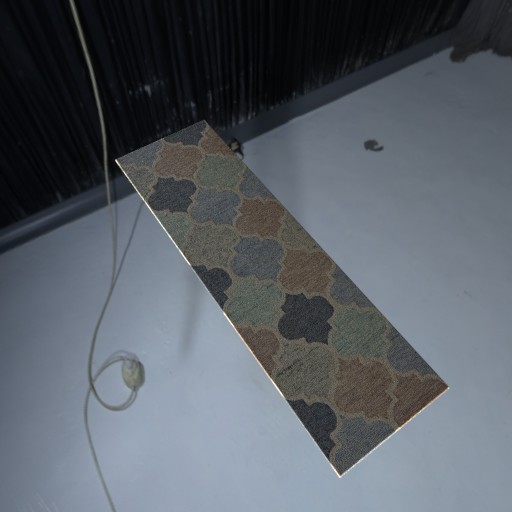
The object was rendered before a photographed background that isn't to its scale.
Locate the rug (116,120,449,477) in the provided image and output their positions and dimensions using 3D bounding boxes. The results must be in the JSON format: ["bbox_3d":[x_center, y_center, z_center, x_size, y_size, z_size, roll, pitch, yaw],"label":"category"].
[{"bbox_3d":[0.000,0.000,2.528,0.687,0.011,2.287,-30,63,-18],"label":"rug"}]
